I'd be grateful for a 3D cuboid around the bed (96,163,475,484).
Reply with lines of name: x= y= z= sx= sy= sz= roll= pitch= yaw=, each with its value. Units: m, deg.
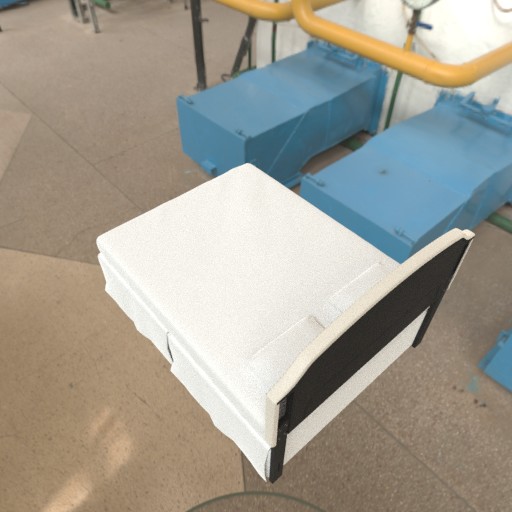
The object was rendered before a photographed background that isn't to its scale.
bed: x=0.000 y=0.000 z=2.966 sx=1.558 sy=1.270 sz=1.999 roll=-32 pitch=54 yaw=-27
